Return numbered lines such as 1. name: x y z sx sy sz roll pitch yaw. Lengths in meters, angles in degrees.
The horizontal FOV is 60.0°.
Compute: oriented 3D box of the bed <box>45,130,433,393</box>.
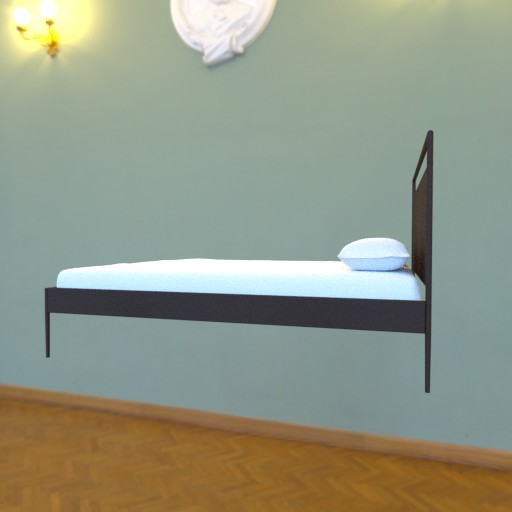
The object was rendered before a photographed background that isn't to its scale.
1. bed: 0.000 0.000 3.032 2.122 1.173 1.572 1 2 17
